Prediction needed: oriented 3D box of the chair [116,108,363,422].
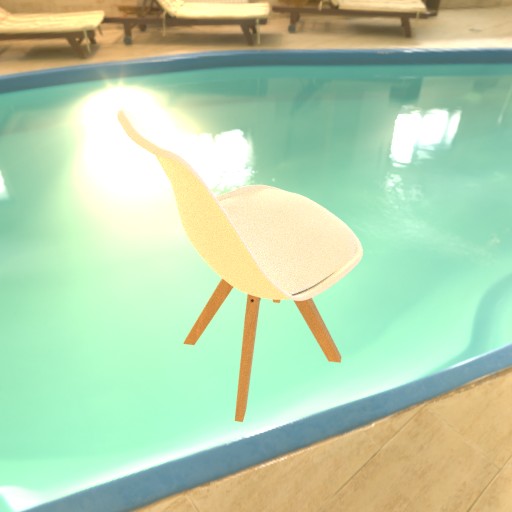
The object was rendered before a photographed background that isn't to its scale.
[{"bbox_3d":[0.000,0.000,1.193,0.550,0.849,0.485,-23,46,-25],"label":"chair"}]
